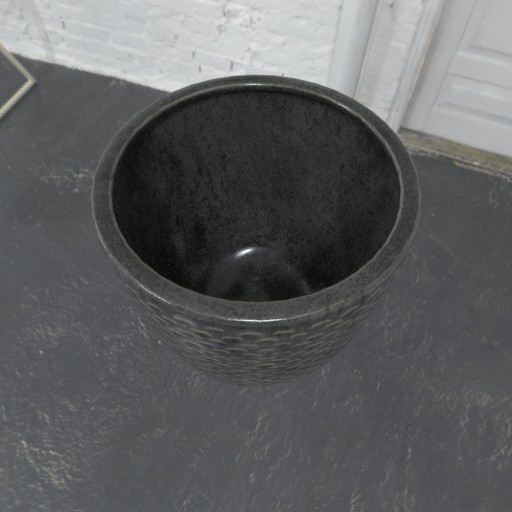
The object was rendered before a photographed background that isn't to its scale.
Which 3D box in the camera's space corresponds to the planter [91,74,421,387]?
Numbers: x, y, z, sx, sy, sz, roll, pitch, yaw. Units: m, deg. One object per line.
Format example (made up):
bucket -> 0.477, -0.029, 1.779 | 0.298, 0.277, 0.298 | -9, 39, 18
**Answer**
planter -> 0.000, 0.000, 0.241 | 0.140, 0.129, 0.140 | 0, 57, 0
